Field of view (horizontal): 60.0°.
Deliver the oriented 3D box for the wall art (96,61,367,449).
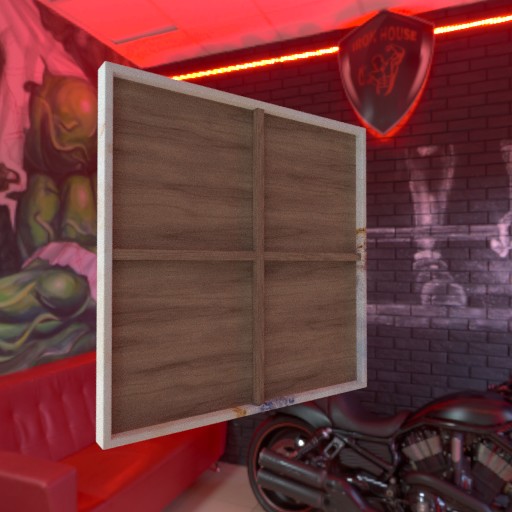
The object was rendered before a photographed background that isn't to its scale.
[{"bbox_3d":[0.000,0.000,1.540,1.061,1.061,0.071,1,-1,-35],"label":"wall art"}]
